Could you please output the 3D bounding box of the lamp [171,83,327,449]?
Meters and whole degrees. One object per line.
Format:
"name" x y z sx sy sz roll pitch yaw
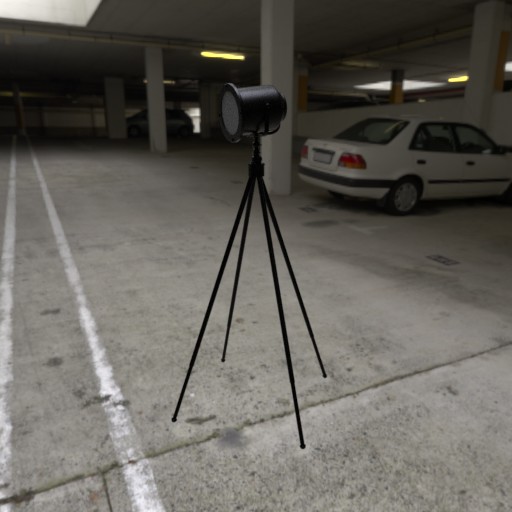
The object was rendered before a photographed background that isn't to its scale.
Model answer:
"lamp" 0.000 0.000 2.068 0.884 1.504 0.879 -8 17 -26
